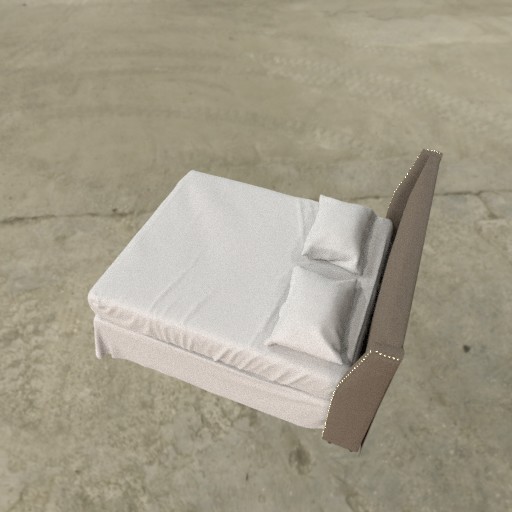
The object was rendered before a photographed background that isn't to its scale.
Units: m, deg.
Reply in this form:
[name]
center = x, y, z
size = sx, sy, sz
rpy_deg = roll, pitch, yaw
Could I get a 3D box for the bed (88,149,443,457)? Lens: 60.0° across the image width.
[bed]
center = 0.000, 0.000, 3.462
size = 2.276, 1.332, 1.925
rpy_deg = 16, 49, 15
